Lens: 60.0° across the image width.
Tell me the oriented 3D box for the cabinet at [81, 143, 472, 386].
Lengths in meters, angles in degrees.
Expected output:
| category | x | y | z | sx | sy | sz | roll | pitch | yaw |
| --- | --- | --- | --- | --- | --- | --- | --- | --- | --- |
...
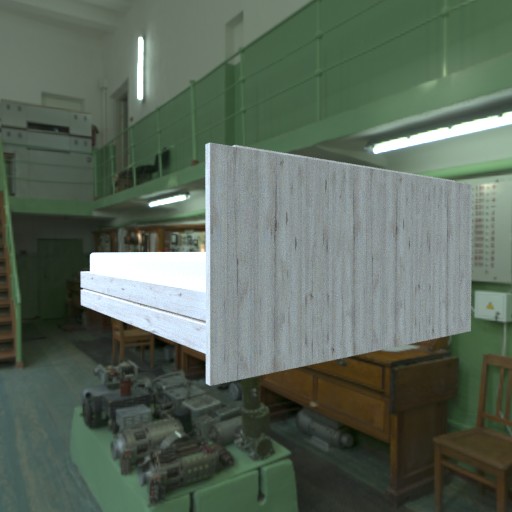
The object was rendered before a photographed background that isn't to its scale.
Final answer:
| category | x | y | z | sx | sy | sz | roll | pitch | yaw |
| --- | --- | --- | --- | --- | --- | --- | --- | --- | --- |
| cabinet | 0.000 | 0.000 | 3.149 | 1.950 | 0.970 | 2.080 | -1 | 1 | -36 |
